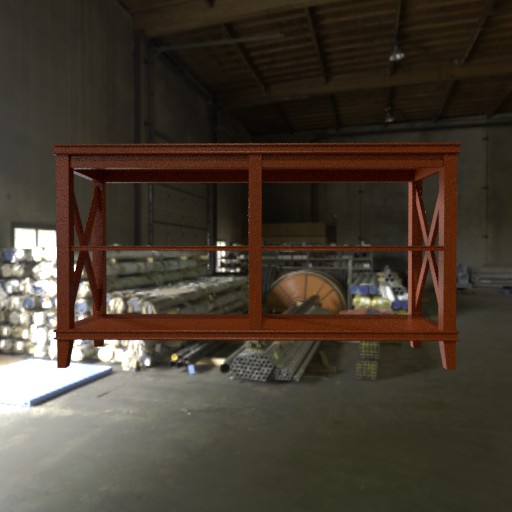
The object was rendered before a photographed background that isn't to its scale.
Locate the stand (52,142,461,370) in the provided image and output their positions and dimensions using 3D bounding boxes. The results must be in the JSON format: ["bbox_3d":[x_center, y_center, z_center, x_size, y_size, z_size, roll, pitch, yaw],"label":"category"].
[{"bbox_3d":[0.000,0.000,1.680,1.372,0.762,0.381,0,1,1],"label":"stand"}]
